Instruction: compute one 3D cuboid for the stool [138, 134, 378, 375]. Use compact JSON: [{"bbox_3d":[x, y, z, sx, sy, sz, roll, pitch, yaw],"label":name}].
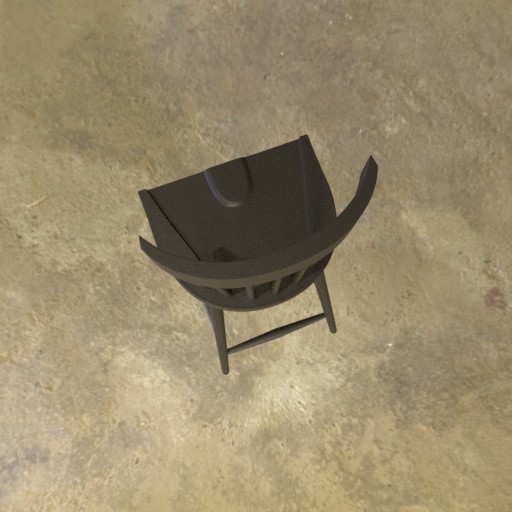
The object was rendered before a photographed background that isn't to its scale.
[{"bbox_3d":[0.000,0.000,1.269,0.494,0.953,0.549,-20,76,-5],"label":"stool"}]
